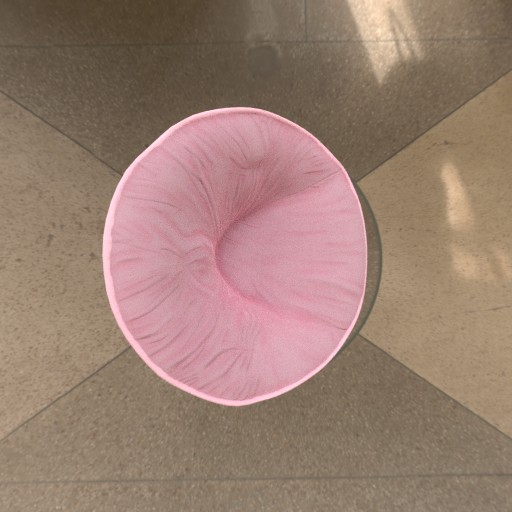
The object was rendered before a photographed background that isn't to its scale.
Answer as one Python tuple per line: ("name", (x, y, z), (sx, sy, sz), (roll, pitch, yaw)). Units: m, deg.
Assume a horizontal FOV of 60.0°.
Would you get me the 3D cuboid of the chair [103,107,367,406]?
("chair", (0.000, 0.000, 0.900), (0.459, 0.494, 0.522), (0, 90, 0))
